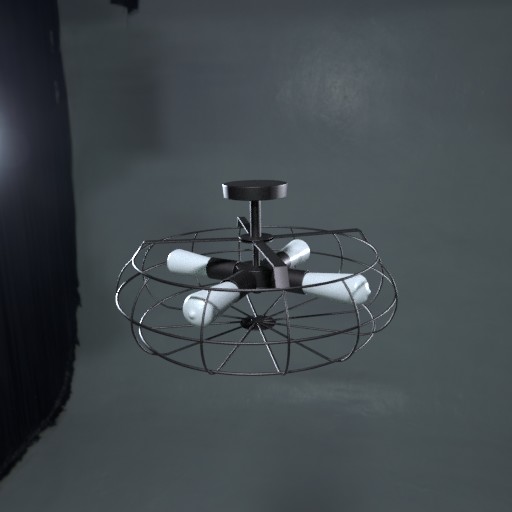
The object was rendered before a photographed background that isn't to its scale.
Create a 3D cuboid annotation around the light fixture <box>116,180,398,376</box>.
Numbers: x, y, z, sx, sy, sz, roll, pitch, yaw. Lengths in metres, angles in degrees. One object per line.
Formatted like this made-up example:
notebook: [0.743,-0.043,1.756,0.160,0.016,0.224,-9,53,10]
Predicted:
light fixture: [0.000,0.000,0.944,0.582,0.311,0.582,0,16,0]
